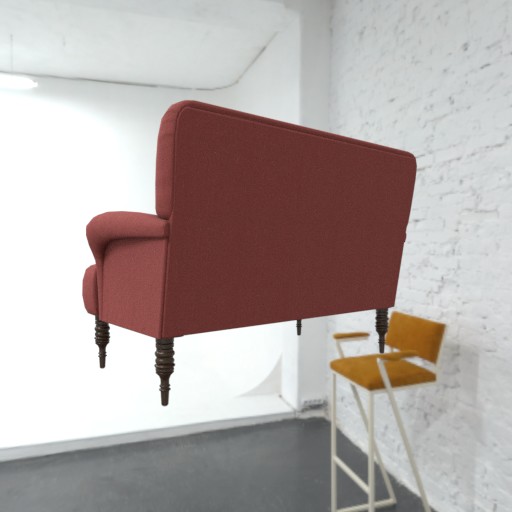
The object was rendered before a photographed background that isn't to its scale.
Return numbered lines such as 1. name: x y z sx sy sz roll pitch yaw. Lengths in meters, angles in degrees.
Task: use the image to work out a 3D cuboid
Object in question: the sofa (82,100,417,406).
1. sofa: 0.000 0.000 1.854 1.297 0.889 0.779 -1 1 -38
